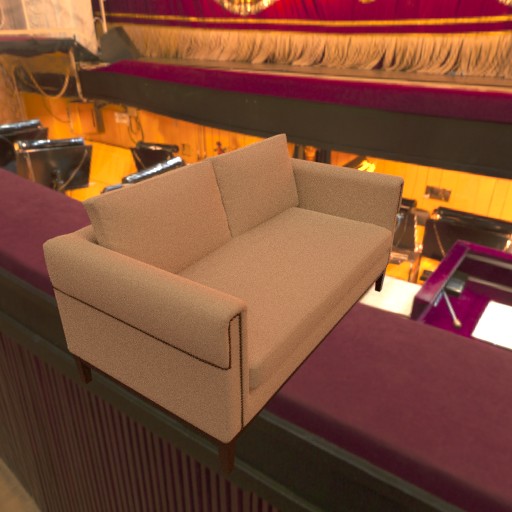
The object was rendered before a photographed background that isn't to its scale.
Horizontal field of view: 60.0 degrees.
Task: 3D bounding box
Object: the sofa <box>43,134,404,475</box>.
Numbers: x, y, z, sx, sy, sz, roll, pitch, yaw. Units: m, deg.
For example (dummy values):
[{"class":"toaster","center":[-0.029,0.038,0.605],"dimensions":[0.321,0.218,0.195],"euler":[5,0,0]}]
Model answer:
[{"class":"sofa","center":[0.000,0.000,2.131],"dimensions":[0.905,0.873,1.598],"euler":[17,32,30]}]
